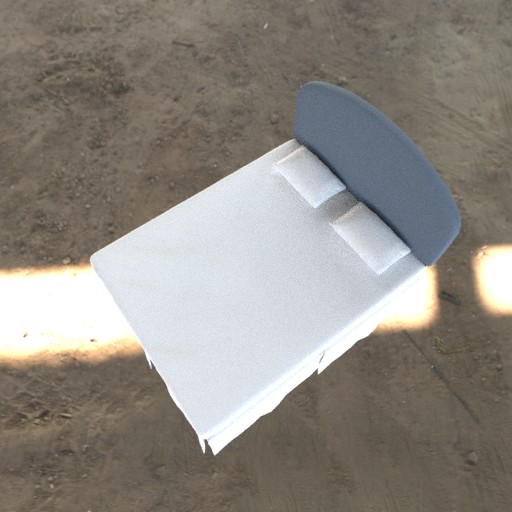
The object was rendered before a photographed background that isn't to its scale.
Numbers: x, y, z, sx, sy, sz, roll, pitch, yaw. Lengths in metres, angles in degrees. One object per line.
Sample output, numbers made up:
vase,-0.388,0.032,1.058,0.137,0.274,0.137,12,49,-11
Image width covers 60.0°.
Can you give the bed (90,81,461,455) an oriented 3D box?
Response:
bed,0.000,0.000,3.048,2.005,1.410,1.607,-33,67,-16
